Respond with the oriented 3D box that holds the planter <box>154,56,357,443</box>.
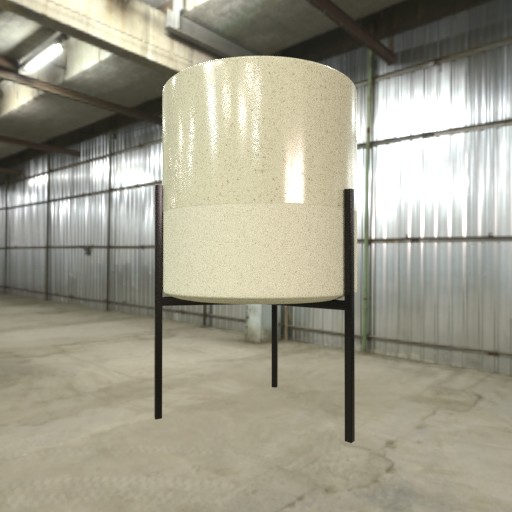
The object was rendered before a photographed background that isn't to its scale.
[{"bbox_3d":[0.000,0.000,0.543,0.243,0.390,0.234,0,-1,-19],"label":"planter"}]
